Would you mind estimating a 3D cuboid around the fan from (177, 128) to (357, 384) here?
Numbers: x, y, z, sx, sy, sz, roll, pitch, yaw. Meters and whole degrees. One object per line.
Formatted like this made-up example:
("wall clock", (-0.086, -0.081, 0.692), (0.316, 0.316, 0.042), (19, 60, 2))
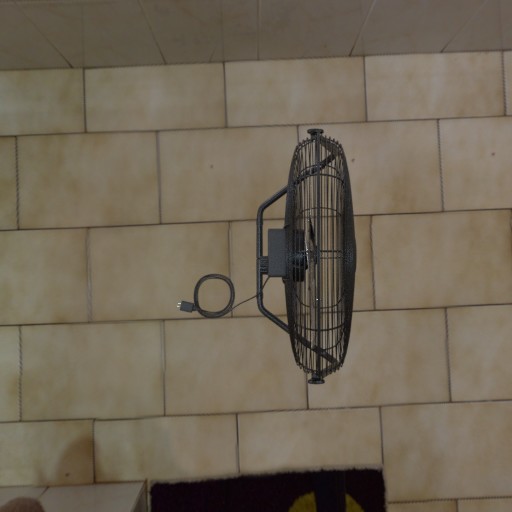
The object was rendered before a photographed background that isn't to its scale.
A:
("fan", (0.000, 0.000, 0.937), (0.424, 0.546, 0.555), (0, 88, 0))
